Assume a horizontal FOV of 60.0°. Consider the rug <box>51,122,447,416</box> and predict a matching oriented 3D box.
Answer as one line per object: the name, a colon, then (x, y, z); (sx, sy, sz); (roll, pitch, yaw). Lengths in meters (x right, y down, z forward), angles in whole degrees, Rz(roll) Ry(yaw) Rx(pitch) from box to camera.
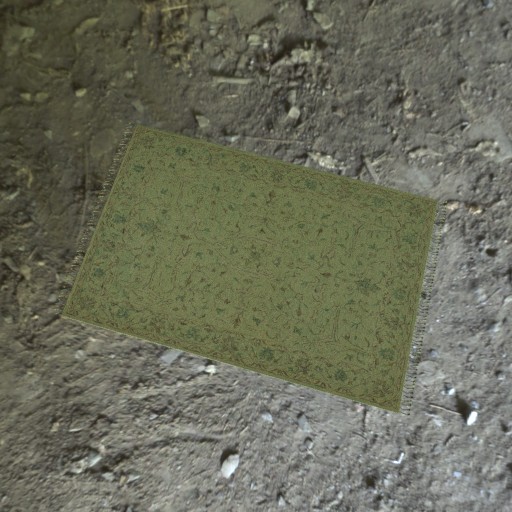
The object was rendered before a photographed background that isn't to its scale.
rug: (0.000, 0.000, 3.078); (2.435, 0.010, 1.544); (15, 75, 4)
